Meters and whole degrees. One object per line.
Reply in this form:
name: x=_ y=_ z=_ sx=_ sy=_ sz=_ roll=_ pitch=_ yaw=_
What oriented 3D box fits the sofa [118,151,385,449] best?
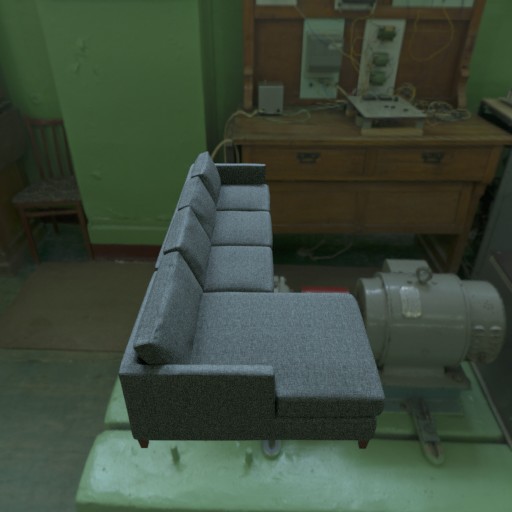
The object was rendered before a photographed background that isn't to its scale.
sofa: x=0.000 y=0.000 z=4.156 sx=1.635 sy=0.960 sz=3.485 roll=0 pitch=32 yaw=0
